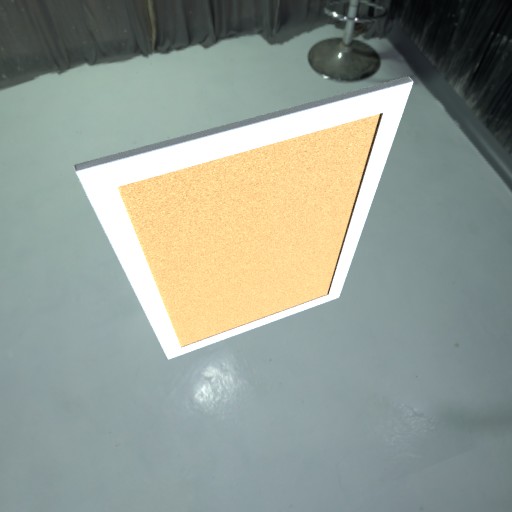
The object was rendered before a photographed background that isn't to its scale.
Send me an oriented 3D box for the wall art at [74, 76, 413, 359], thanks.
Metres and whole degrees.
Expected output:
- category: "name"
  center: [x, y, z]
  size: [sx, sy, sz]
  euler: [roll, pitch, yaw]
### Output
- category: "wall art"
  center: [0.000, 0.000, 0.685]
  size: [0.374, 0.529, 0.012]
  euler: [-18, 59, -11]
